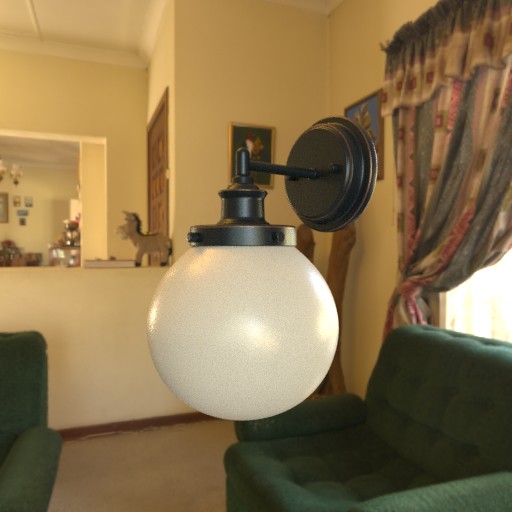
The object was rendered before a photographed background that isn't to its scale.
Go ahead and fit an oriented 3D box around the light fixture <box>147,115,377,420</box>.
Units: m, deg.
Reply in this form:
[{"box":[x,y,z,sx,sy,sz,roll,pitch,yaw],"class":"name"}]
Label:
[{"box":[0.000,0.000,0.474,0.230,0.332,0.197,-1,1,-36],"class":"light fixture"}]
